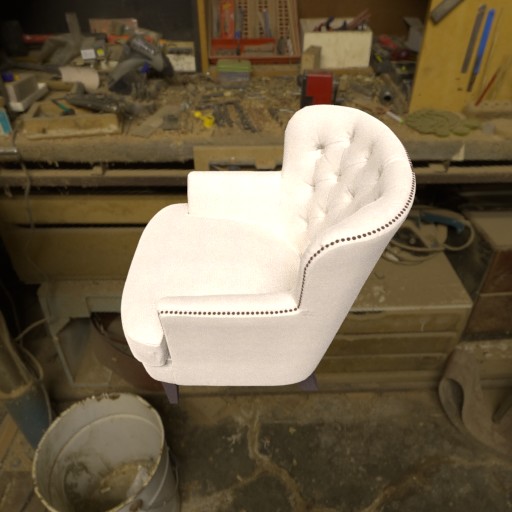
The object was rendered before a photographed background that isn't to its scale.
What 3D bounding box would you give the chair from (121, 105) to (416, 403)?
[{"bbox_3d":[0.000,0.000,1.593,0.906,0.868,0.848,0,39,0],"label":"chair"}]
